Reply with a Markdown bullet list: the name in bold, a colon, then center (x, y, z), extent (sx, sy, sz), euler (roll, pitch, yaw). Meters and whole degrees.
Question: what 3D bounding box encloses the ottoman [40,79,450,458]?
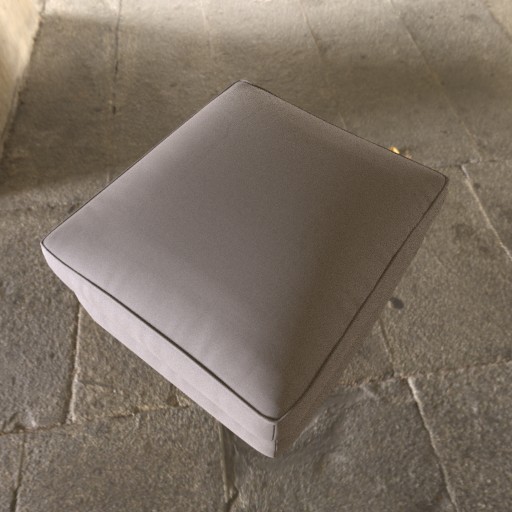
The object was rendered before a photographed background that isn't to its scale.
- **ottoman**: center (0.000, 0.000, 1.124), extent (0.662, 0.505, 0.721), euler (32, 63, 19)
